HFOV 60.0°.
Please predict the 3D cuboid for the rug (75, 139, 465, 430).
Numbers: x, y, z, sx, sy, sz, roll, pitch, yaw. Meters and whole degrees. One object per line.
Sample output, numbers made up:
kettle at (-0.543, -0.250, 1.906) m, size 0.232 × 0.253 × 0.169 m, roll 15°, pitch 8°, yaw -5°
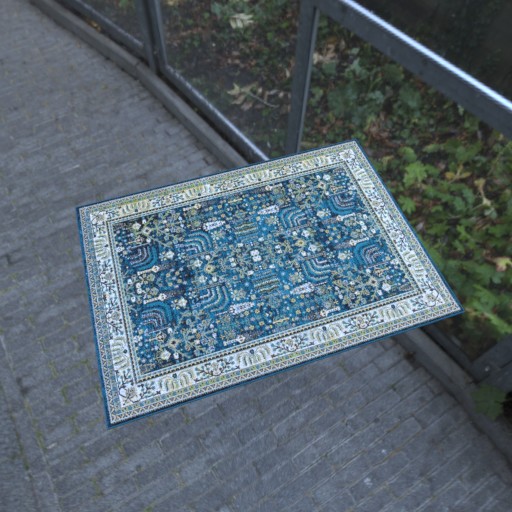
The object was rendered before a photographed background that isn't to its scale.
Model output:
rug at (0.000, 0.000, 2.971) m, size 2.213 × 0.013 × 1.594 m, roll -16°, pitch 60°, yaw -10°
